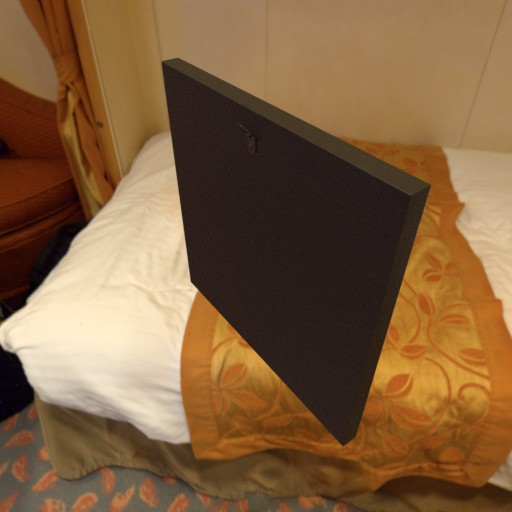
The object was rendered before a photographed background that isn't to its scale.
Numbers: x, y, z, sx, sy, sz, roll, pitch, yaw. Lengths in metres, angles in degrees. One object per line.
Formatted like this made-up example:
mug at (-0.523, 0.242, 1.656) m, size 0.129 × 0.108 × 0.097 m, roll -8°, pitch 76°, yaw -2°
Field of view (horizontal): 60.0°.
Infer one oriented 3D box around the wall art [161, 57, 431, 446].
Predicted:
wall art at (0.000, 0.000, 0.514) m, size 0.038 × 0.349 × 0.349 m, roll -26°, pitch 47°, yaw -27°
